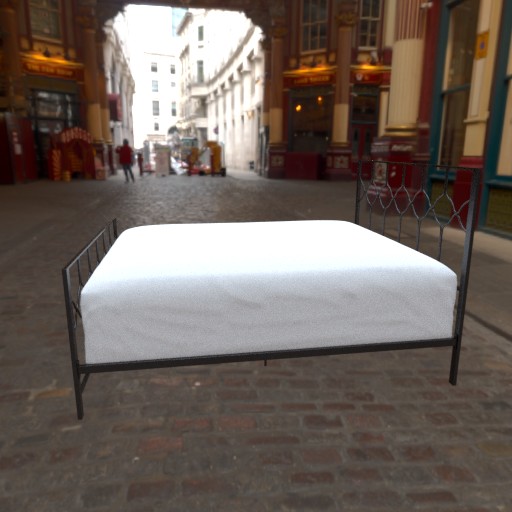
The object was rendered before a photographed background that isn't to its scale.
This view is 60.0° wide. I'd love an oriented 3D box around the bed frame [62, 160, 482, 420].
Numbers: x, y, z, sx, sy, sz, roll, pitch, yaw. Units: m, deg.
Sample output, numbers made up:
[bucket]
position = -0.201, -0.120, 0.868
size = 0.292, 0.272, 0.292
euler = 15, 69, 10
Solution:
[bed frame]
position = 0.000, 0.000, 2.996
size = 2.063, 1.222, 1.597
euler = -2, 14, -9
